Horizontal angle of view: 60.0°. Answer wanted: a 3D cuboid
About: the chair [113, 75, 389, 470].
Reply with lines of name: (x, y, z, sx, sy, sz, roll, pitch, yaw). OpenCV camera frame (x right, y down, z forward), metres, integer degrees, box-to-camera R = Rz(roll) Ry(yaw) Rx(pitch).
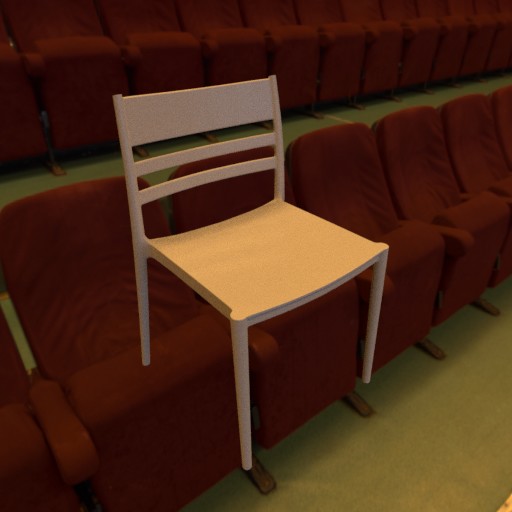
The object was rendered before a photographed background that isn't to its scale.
chair: (0.000, 0.000, 1.160, 0.531, 0.800, 0.511, -22, 37, -33)
